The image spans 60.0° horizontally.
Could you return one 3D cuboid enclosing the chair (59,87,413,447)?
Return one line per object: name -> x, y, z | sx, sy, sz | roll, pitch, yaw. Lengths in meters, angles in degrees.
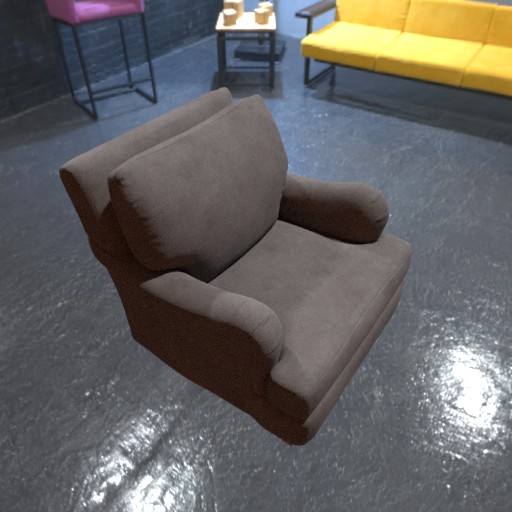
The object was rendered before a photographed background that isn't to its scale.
chair -> 0.000, 0.000, 1.833 | 1.070, 0.997, 0.955 | 26, 48, 26
